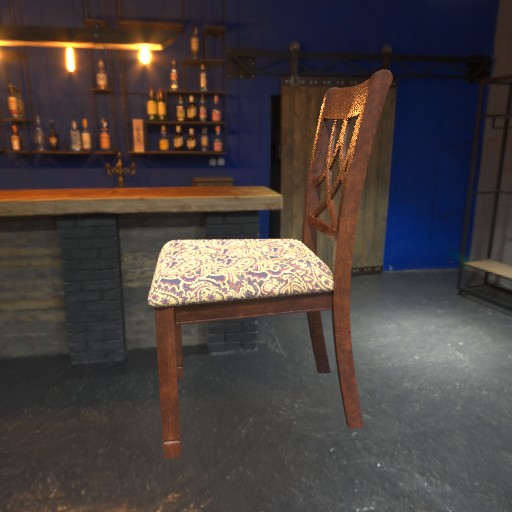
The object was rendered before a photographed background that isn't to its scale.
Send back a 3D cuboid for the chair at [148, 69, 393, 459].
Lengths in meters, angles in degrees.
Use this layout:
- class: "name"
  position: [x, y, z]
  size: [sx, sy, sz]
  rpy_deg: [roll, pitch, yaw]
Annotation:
- class: "chair"
  position: [0.000, 0.000, 1.287]
  size: [0.584, 0.965, 0.457]
  rpy_deg: [-2, 15, -8]
